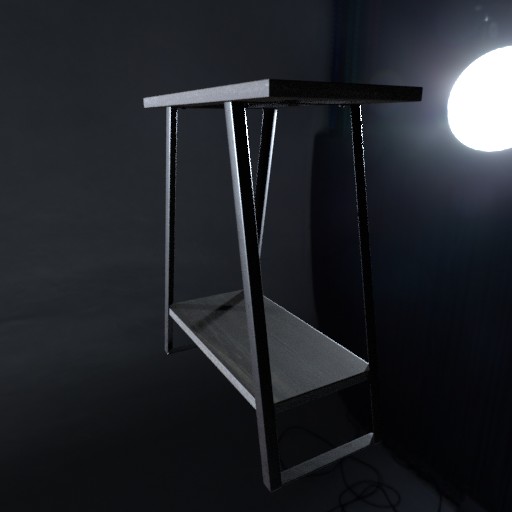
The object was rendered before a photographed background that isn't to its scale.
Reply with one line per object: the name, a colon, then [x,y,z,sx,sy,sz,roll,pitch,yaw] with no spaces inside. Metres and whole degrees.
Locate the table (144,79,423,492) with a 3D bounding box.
table: [0.000,0.000,1.016,0.300,0.701,0.599,-9,19,-28]
